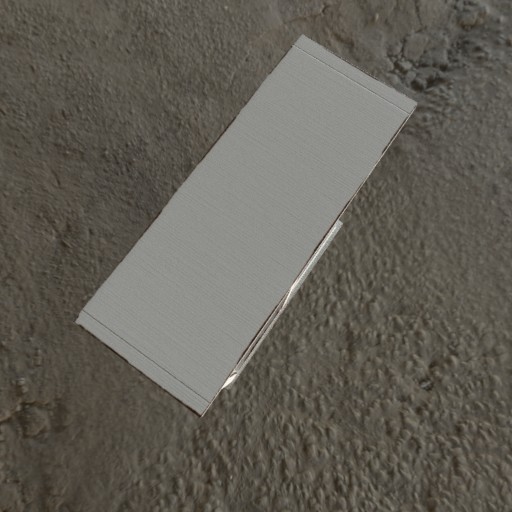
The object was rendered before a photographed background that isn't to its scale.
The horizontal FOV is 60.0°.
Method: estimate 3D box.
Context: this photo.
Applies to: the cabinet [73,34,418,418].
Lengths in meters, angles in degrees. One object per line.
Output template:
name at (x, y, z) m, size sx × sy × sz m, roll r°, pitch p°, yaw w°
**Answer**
cabinet at (0.000, 0.000, 0.913) m, size 0.210 × 0.603 × 0.541 m, roll 34°, pitch 79°, yaw 8°
